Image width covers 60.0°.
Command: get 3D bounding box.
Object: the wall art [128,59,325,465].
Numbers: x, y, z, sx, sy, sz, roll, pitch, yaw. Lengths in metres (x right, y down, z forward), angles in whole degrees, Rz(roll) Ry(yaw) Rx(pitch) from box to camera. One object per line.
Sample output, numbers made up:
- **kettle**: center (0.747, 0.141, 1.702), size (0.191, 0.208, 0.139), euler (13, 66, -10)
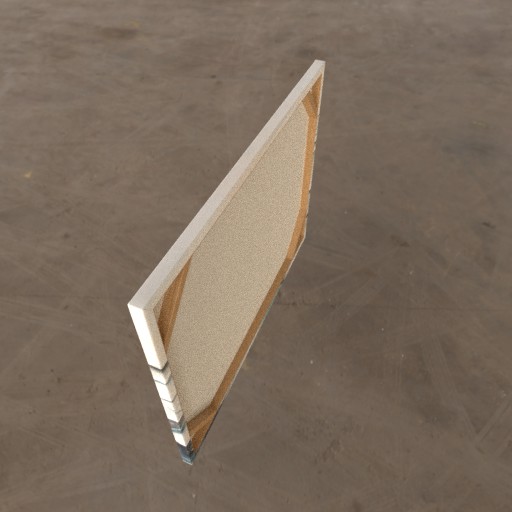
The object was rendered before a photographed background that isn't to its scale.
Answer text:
- **wall art**: center (0.000, 0.000, 1.589), size (0.039, 0.915, 1.219), euler (17, 50, 15)
